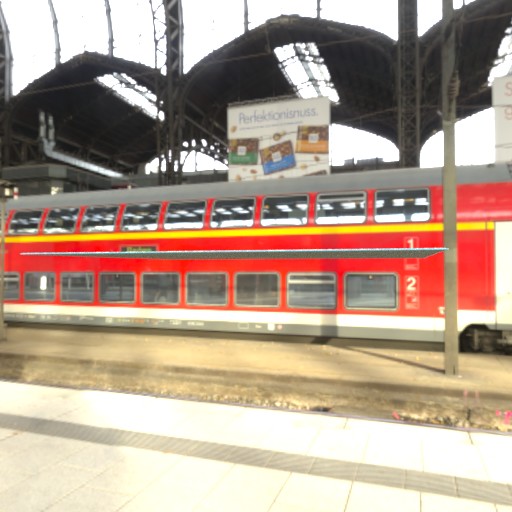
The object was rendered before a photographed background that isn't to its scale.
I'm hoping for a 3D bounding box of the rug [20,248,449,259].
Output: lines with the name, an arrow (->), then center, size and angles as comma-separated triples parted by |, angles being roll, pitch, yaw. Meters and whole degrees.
rug -> 0.000, 0.000, 4.006 | 2.980, 0.012, 2.363 | 0, -2, 18
